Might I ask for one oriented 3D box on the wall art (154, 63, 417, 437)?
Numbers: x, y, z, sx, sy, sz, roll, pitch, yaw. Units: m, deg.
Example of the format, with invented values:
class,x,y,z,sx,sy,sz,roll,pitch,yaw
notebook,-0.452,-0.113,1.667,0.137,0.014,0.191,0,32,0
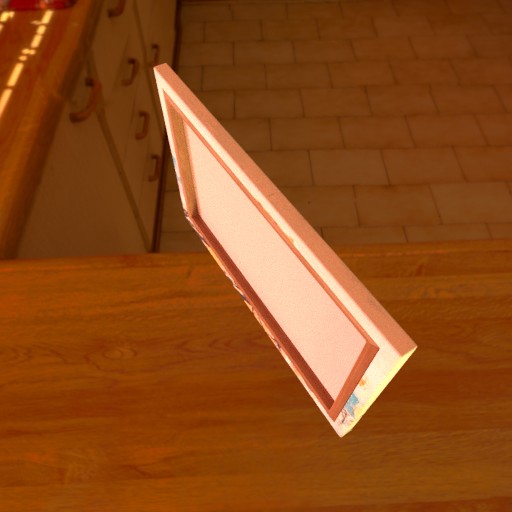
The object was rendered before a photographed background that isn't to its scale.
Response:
class,x,y,z,sx,sy,sz,roll,pitch,yaw
wall art,0.000,0.000,1.174,0.038,0.609,0.913,-28,61,-17
